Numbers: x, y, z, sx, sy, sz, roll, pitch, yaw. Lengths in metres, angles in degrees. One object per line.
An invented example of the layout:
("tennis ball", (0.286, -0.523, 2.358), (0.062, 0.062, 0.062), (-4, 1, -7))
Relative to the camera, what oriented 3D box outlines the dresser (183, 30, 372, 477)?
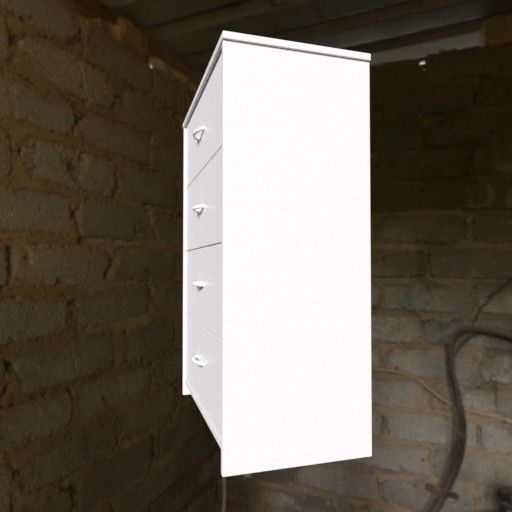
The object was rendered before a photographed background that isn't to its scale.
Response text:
("dresser", (0.000, 0.000, 1.399), (0.401, 1.021, 0.704), (0, -1, -17))
